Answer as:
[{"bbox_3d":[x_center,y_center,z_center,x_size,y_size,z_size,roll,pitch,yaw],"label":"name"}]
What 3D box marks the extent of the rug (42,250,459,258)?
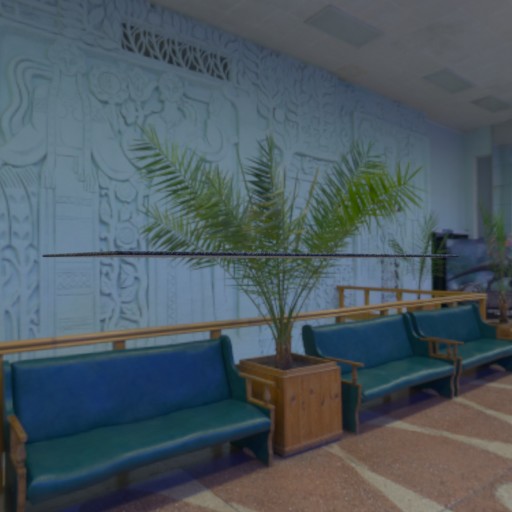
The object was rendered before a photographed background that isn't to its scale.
[{"bbox_3d":[0.000,0.000,2.927,2.330,0.017,1.478,0,-1,-35],"label":"rug"}]
